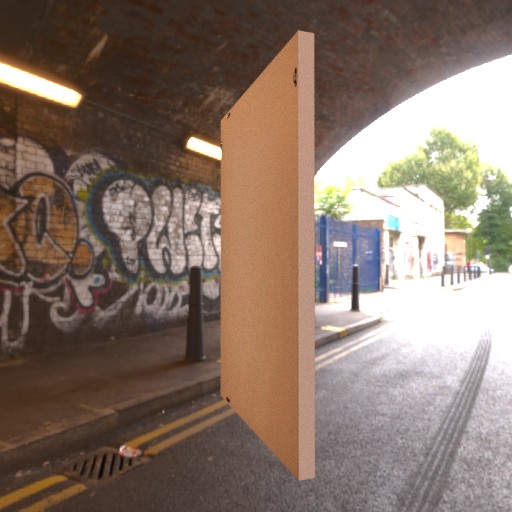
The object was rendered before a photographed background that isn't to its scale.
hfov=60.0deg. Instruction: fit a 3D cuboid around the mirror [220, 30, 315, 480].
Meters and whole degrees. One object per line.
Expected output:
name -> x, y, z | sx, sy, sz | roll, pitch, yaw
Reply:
mirror -> 0.000, 0.000, 1.192 | 0.041, 0.915, 0.609 | 0, -1, -20
